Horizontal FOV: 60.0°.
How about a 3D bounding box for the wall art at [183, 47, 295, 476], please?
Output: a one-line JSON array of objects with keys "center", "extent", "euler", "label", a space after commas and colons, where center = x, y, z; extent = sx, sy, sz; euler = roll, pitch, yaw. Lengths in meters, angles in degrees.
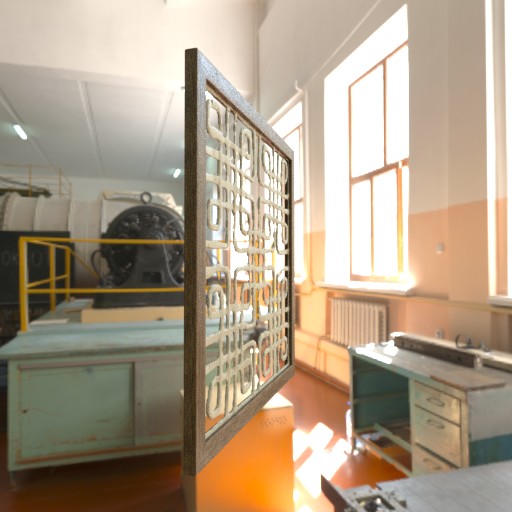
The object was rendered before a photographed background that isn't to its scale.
[{"center": [0.000, 0.000, 0.848], "extent": [0.021, 0.582, 0.561], "euler": [0, -1, 18], "label": "wall art"}]
